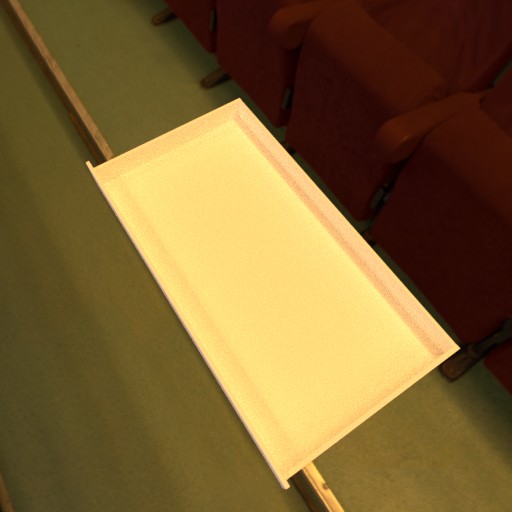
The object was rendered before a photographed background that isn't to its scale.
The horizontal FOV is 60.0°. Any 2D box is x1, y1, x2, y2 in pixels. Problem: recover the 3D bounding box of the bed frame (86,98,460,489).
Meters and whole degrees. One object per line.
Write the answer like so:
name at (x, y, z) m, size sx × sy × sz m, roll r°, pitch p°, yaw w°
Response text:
bed frame at (0.000, 0.000, 1.560) m, size 0.670 × 0.141 × 1.300 m, roll -31°, pitch 67°, yaw -14°
